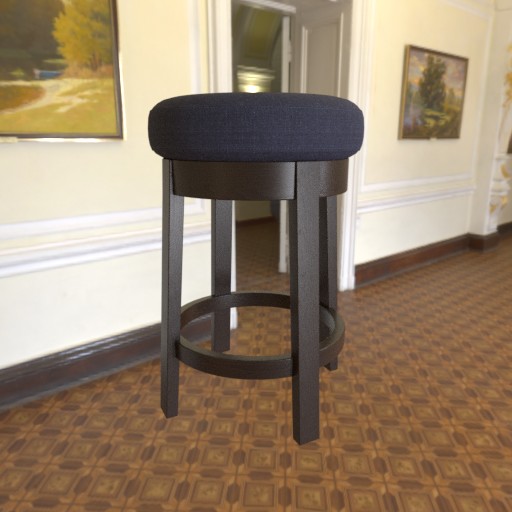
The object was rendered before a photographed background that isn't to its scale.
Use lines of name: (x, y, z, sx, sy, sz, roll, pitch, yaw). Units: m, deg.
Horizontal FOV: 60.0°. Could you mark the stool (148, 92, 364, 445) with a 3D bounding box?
stool: (0.000, 0.000, 0.971, 0.449, 0.655, 0.449, 0, 15, 0)
